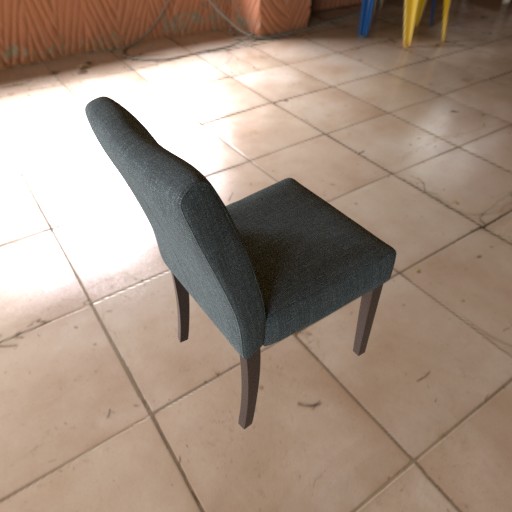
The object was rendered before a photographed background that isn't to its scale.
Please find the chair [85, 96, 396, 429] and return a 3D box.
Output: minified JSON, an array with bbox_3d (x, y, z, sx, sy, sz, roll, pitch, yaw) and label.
[{"bbox_3d":[0.000,0.000,1.226,0.629,0.884,0.487,-25,48,-26],"label":"chair"}]
